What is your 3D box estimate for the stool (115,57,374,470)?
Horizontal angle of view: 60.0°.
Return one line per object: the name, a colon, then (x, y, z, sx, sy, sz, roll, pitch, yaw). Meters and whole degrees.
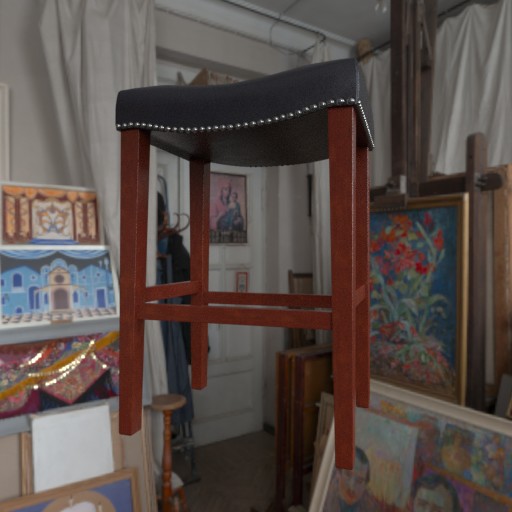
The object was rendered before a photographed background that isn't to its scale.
stool: (0.000, 0.000, 1.013, 0.504, 0.742, 0.372, 0, 0, 19)
